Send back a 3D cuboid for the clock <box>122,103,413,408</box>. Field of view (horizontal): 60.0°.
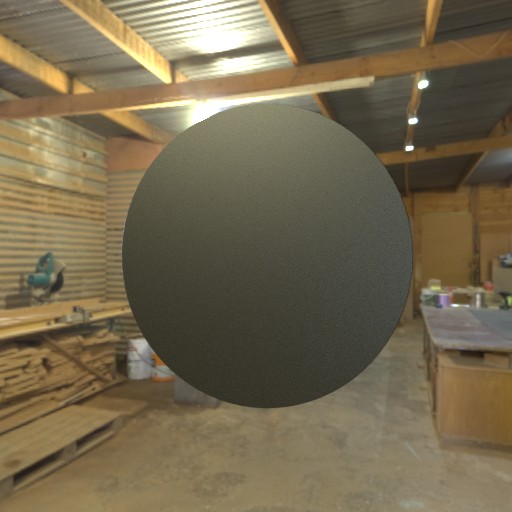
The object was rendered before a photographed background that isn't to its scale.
[{"bbox_3d":[0.000,0.000,0.681,0.454,0.454,0.038,0,0,18],"label":"clock"}]
